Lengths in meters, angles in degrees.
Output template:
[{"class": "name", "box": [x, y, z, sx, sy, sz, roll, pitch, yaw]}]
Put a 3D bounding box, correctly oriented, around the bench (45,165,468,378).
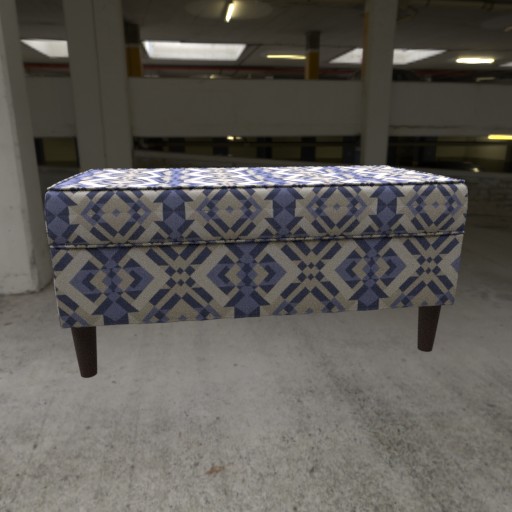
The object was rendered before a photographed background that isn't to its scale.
[{"class": "bench", "box": [0.000, 0.000, 1.302, 1.016, 0.477, 0.492, -2, 16, -8]}]
